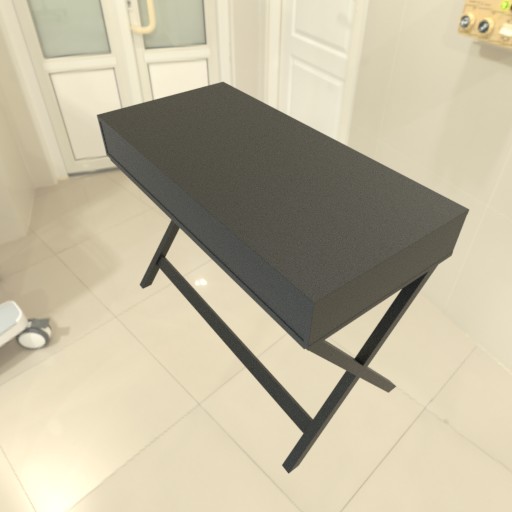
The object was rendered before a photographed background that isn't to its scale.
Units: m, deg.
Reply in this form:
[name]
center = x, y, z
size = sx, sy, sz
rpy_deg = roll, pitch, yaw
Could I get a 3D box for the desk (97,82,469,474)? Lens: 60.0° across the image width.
[desk]
center = 0.000, 0.000, 1.526
size = 0.525, 0.780, 1.057
rpy_deg = -26, 48, -27
